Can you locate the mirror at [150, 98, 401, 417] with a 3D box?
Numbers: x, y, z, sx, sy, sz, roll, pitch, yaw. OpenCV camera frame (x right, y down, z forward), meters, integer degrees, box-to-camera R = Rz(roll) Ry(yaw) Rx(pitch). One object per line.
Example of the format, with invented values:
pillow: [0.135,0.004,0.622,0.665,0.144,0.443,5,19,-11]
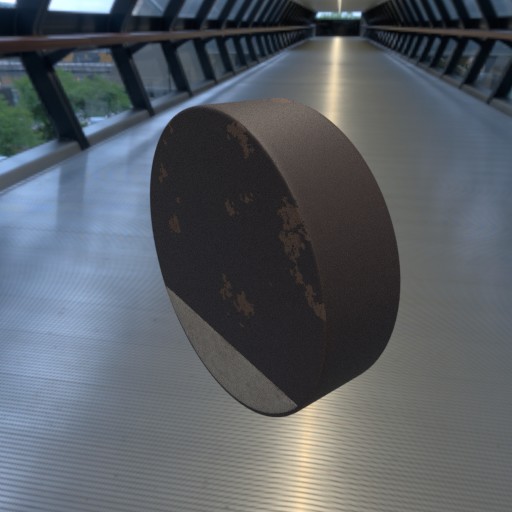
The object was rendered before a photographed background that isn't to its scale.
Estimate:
mirror: [0.000,0.000,0.583,0.126,0.386,0.386,-18,32,-32]
